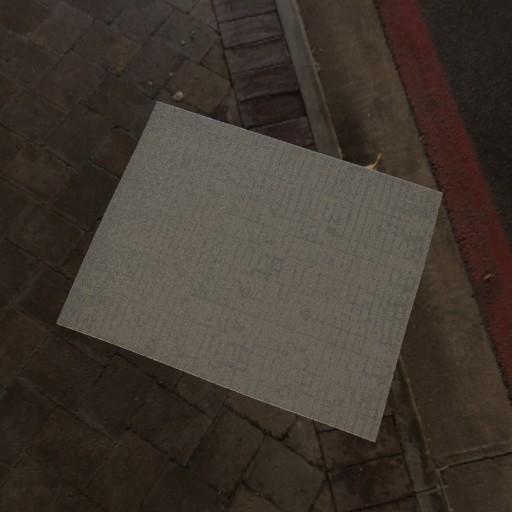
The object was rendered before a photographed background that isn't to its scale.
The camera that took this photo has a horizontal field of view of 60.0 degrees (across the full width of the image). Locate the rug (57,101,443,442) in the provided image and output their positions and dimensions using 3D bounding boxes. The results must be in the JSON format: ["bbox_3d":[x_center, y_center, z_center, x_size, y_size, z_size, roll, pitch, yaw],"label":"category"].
[{"bbox_3d":[0.000,0.000,4.222,3.061,0.014,2.447,19,77,5],"label":"rug"}]
